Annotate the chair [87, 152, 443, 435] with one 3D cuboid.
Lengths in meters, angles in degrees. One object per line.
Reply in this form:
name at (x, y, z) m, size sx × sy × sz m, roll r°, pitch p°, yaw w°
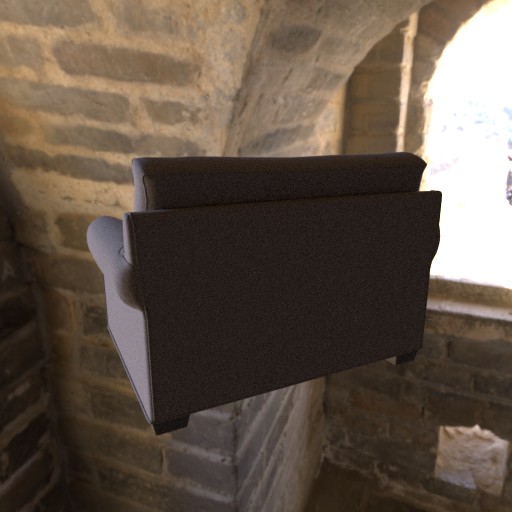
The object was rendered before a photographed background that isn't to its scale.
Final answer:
chair at (0.000, 0.000, 2.029) m, size 1.390 × 0.930 × 0.930 m, roll -7°, pitch 17°, yaw -26°
